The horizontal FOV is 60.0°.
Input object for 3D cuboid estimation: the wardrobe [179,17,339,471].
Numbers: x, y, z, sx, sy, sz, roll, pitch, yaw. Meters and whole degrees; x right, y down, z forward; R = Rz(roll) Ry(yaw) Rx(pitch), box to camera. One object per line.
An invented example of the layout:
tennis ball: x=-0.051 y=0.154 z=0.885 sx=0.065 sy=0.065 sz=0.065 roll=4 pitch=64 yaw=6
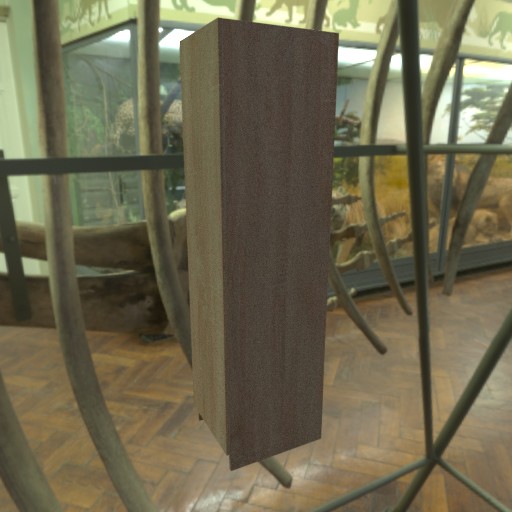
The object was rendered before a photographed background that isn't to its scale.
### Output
wardrobe: x=0.000 y=0.000 z=2.345 sx=0.588 sy=2.117 sz=0.496 roll=-8 pitch=17 yaw=-26
